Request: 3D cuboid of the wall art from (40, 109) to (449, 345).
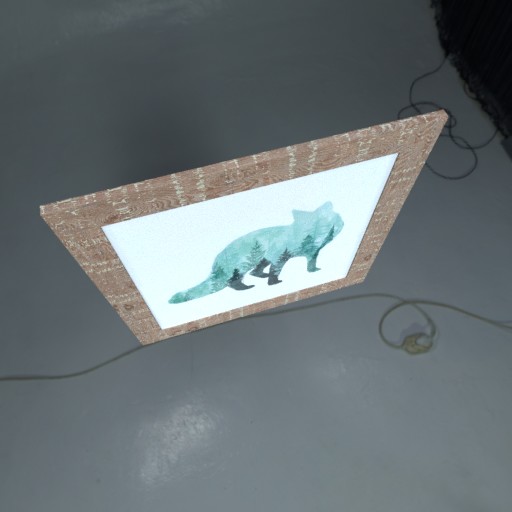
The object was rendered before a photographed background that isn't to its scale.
[{"bbox_3d":[0.000,0.000,0.573,0.384,0.384,0.012,-15,63,-8],"label":"wall art"}]
